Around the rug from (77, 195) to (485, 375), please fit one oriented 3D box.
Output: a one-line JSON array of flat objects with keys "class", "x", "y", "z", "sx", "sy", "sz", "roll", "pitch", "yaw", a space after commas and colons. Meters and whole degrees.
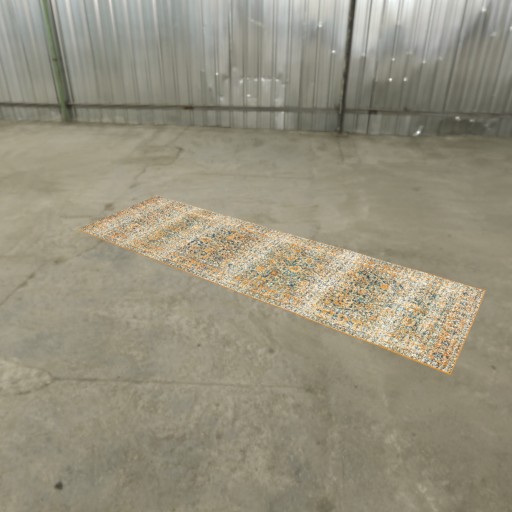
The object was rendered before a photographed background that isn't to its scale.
[{"class": "rug", "x": 0.000, "y": 0.000, "z": 2.520, "sx": 2.294, "sy": 0.014, "sz": 0.704, "roll": 18, "pitch": 34, "yaw": 29}]
